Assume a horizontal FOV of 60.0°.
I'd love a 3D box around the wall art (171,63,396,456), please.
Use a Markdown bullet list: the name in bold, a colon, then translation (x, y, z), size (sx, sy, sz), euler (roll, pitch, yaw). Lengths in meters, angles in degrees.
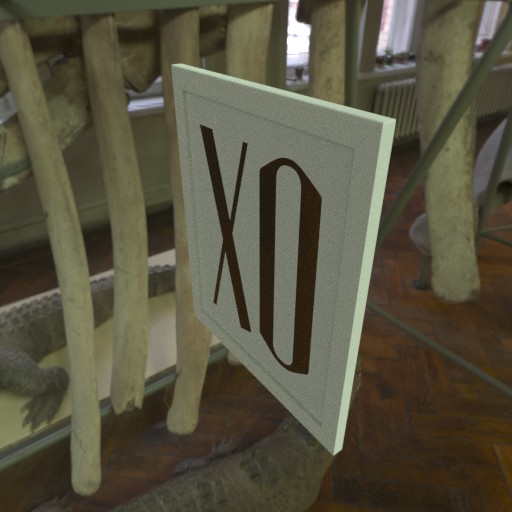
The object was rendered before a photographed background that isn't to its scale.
- **wall art**: translation (0.000, 0.000, 0.733), size (0.020, 0.536, 0.444), euler (-22, 38, -31)
